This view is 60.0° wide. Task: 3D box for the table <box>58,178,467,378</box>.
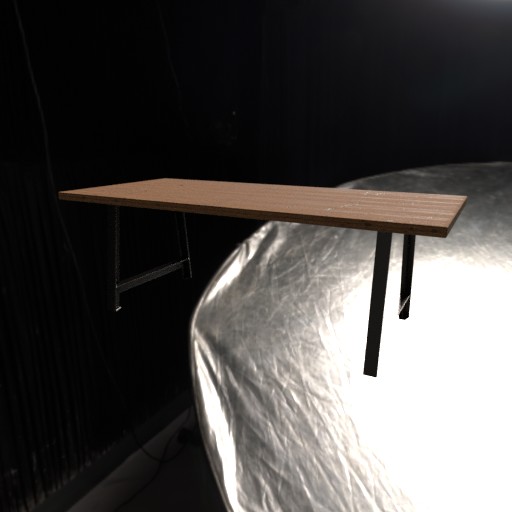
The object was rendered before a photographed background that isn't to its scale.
[{"bbox_3d":[0.000,0.000,2.710,2.200,0.757,1.000,8,17,28],"label":"table"}]
